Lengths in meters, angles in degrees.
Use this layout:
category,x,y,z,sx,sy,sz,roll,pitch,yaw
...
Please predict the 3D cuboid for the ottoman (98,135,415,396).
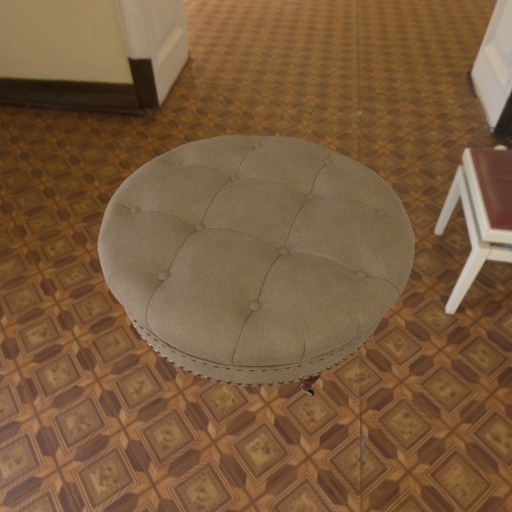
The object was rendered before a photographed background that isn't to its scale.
category,x,y,z,sx,sy,sz,roll,pitch,yaw
ottoman,0.000,0.000,1.403,0.901,0.439,0.901,0,47,0
